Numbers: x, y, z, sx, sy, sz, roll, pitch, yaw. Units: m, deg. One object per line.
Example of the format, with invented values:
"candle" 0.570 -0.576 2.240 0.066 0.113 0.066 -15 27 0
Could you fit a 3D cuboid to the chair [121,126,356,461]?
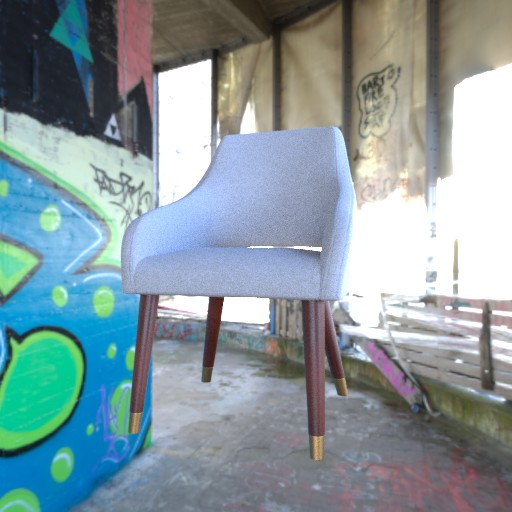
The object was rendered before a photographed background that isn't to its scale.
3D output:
"chair" 0.000 0.000 1.324 0.609 0.889 0.600 0 1 18
